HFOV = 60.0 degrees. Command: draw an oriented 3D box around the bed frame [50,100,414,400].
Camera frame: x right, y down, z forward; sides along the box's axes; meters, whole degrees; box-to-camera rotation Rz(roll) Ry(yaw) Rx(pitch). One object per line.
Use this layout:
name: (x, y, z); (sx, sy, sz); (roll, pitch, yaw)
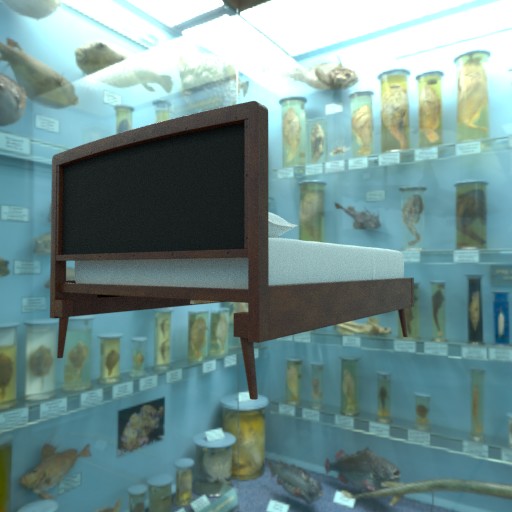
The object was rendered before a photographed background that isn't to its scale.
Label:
bed frame: (0.000, 0.000, 3.172); (1.587, 1.279, 2.171); (-1, -2, 36)
